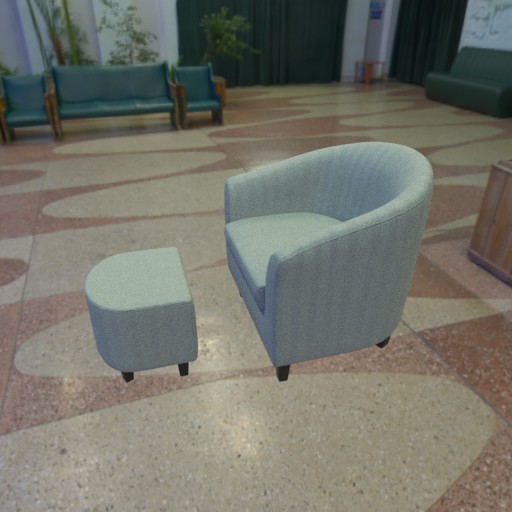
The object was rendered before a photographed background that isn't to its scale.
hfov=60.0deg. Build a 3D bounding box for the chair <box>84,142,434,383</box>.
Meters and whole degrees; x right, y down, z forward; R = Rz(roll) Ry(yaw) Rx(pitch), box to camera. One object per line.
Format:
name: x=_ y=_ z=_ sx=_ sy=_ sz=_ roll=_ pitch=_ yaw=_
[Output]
chair: x=0.000 y=0.000 z=1.738 sx=1.288 sy=0.757 sz=0.756 roll=-8 pitch=30 yaw=-14
